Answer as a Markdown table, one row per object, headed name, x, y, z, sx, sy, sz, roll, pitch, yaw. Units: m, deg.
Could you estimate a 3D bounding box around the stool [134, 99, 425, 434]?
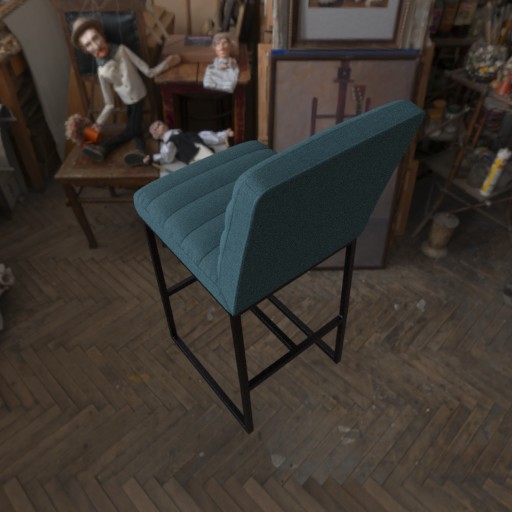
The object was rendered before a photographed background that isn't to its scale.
| name | x | y | z | sx | sy | sz | roll | pitch | yaw |
| --- | --- | --- | --- | --- | --- | --- | --- | --- | --- |
| stool | 0.000 | 0.000 | 1.312 | 0.460 | 1.040 | 0.560 | -30 | 53 | -26 |
